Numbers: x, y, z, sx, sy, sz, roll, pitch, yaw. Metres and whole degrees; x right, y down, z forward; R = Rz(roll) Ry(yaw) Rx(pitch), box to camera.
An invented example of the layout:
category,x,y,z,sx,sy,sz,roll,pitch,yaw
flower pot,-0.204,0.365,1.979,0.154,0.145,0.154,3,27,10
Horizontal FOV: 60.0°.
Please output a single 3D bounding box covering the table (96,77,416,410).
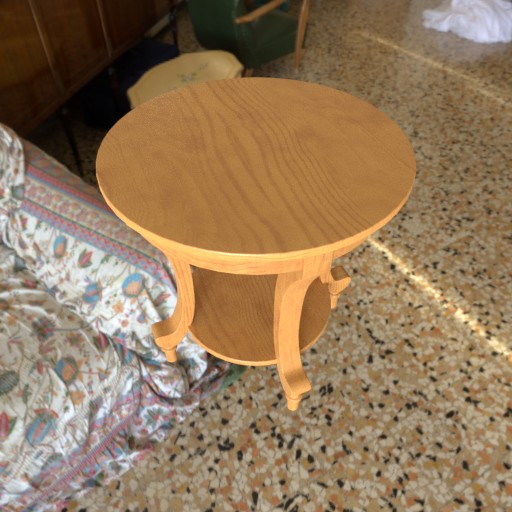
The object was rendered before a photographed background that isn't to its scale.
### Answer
category,x,y,z,sx,sy,sz,roll,pitch,yaw
table,0.000,0.000,1.067,0.597,0.612,0.597,0,45,0
